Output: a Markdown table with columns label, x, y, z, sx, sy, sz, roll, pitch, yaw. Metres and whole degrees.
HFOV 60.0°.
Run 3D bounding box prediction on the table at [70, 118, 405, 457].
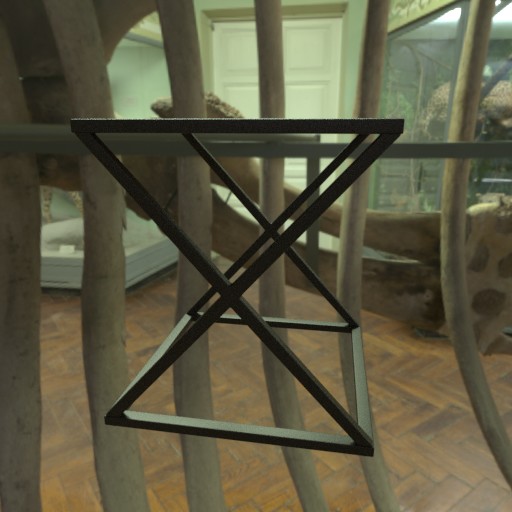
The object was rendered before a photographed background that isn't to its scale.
| label | x | y | z | sx | sy | sz | roll | pitch | yaw |
| --- | --- | --- | --- | --- | --- | --- | --- | --- | --- |
| table | 0.000 | 0.000 | 0.962 | 0.500 | 0.565 | 0.500 | 3 | 17 | 10 |
